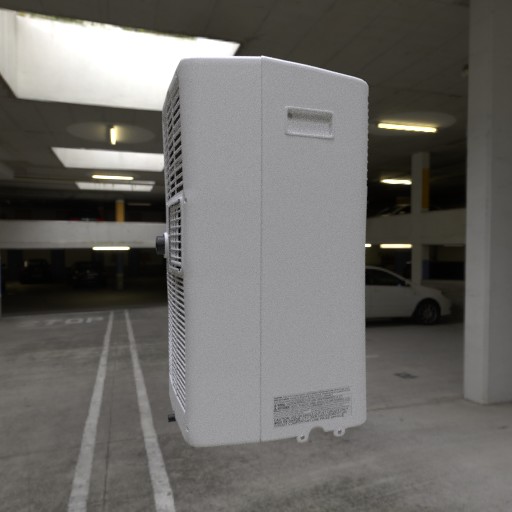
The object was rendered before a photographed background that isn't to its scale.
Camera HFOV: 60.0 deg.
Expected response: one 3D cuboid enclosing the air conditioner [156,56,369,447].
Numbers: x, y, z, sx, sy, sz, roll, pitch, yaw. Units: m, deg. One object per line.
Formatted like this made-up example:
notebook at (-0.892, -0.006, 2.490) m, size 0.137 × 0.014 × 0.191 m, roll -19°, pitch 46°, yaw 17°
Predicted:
air conditioner at (0.000, 0.000, 0.821) m, size 0.349 × 0.606 × 0.304 m, roll -1°, pitch 2°, yaw -18°
